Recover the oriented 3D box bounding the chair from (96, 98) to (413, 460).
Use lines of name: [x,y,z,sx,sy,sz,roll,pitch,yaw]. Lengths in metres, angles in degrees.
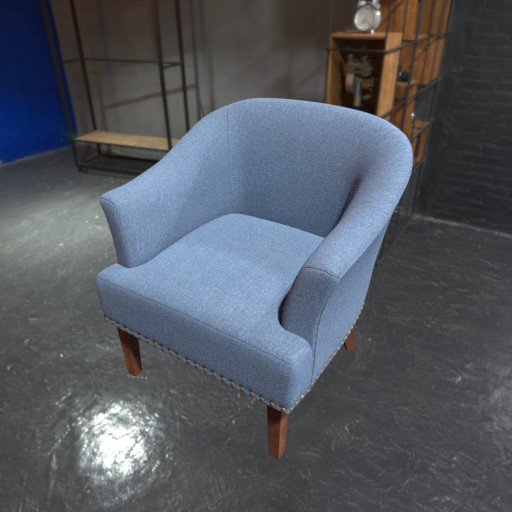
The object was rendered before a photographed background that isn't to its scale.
chair: [0.000,0.000,1.378,0.772,0.815,0.704,18,35,29]
